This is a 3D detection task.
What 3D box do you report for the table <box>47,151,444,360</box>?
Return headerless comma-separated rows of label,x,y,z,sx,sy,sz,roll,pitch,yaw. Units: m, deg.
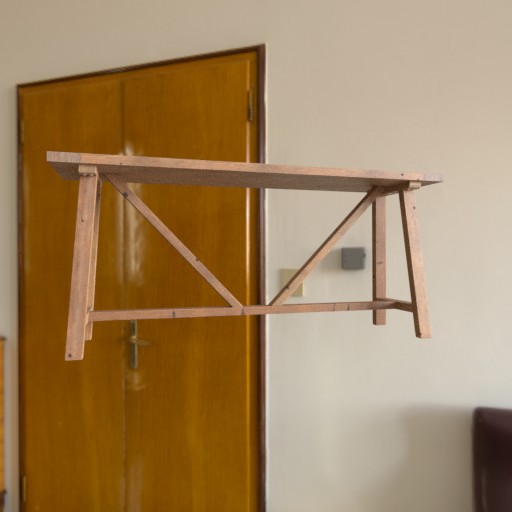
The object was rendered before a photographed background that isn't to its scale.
table,0.000,0.000,2.170,1.800,0.810,0.465,0,0,-16
